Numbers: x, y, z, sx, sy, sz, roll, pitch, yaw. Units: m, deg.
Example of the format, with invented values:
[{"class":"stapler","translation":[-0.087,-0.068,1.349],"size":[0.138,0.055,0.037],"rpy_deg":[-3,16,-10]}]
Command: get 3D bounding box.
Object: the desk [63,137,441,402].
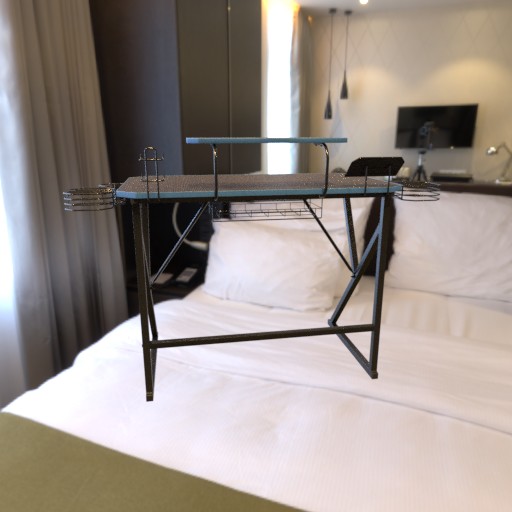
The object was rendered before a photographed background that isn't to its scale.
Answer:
[{"class":"desk","translation":[0.000,0.000,1.757],"size":[1.295,0.909,0.594],"rpy_deg":[-3,16,-10]}]
